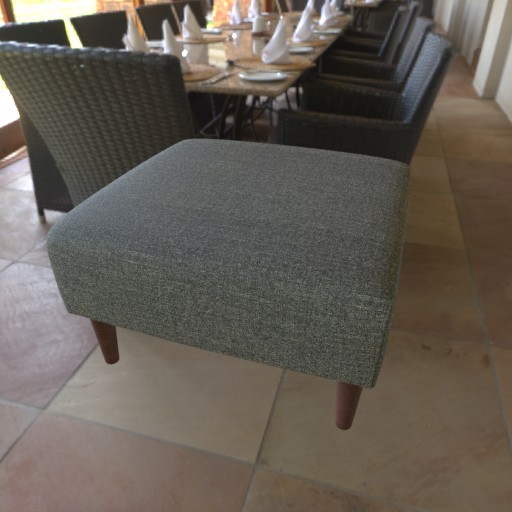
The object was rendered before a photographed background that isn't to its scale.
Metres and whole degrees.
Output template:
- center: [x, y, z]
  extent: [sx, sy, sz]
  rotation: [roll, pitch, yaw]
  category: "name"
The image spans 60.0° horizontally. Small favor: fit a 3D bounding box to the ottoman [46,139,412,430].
- center: [0.000, 0.000, 1.079]
  extent: [0.655, 0.399, 0.648]
  rotation: [10, 34, 16]
  category: "ottoman"
